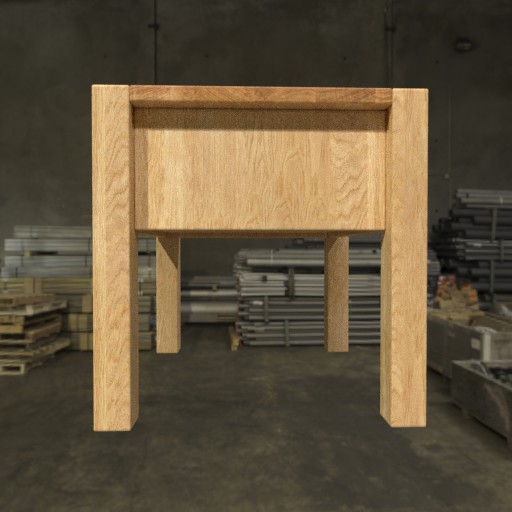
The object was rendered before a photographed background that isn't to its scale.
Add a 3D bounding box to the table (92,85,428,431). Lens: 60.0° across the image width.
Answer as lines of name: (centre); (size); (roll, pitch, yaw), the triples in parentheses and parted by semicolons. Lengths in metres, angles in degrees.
table: (0.000, 0.000, 0.820); (0.440, 0.450, 0.480); (0, 1, -2)
